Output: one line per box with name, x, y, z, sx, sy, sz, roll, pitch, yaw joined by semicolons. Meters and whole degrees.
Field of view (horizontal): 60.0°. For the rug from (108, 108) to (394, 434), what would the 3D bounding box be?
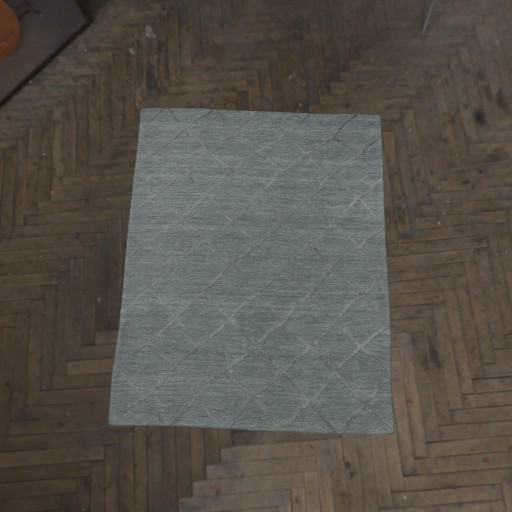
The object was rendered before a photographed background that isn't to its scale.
rug;0.000;0.000;4.106;2.438;0.013;3.048;2;76;0
